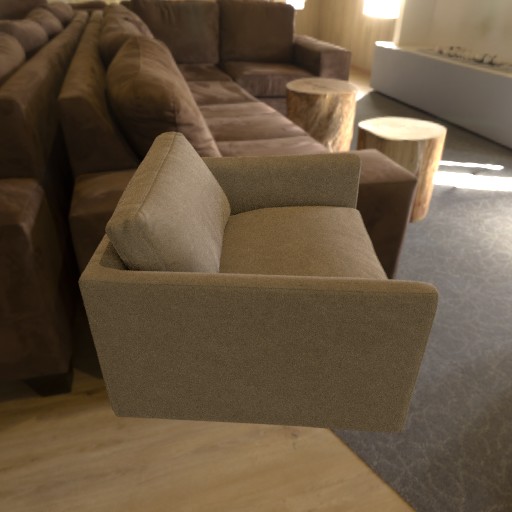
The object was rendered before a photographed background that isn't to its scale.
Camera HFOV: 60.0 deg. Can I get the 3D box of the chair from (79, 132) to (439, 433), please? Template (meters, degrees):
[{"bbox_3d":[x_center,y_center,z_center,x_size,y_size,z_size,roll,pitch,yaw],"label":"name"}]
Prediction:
[{"bbox_3d":[0.000,0.000,1.873,1.091,0.845,1.190,0,32,0],"label":"chair"}]
